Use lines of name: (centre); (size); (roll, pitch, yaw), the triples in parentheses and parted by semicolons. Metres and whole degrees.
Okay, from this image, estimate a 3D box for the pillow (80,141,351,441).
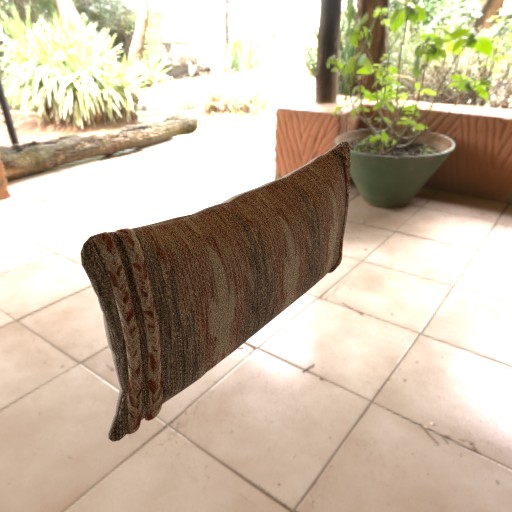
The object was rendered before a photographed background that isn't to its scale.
pillow: (0.000, 0.000, 0.731); (0.139, 0.282, 0.635); (18, 31, 32)
